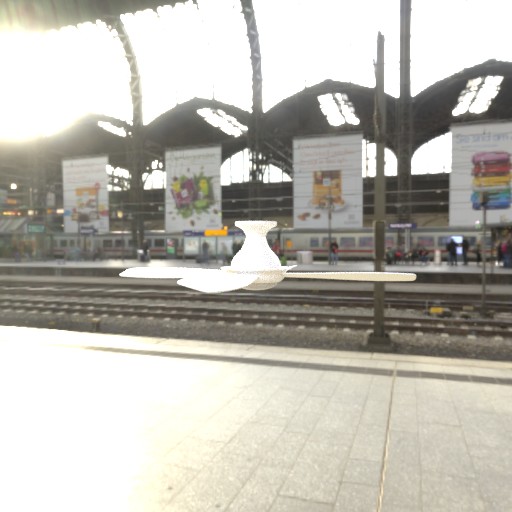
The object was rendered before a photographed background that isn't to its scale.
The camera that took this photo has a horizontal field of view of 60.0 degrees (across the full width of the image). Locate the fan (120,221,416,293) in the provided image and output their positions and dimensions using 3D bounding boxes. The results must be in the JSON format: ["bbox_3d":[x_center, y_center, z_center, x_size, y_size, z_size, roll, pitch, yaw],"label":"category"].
[{"bbox_3d":[0.000,0.000,2.489,1.694,0.382,1.693,0,1,17],"label":"fan"}]
